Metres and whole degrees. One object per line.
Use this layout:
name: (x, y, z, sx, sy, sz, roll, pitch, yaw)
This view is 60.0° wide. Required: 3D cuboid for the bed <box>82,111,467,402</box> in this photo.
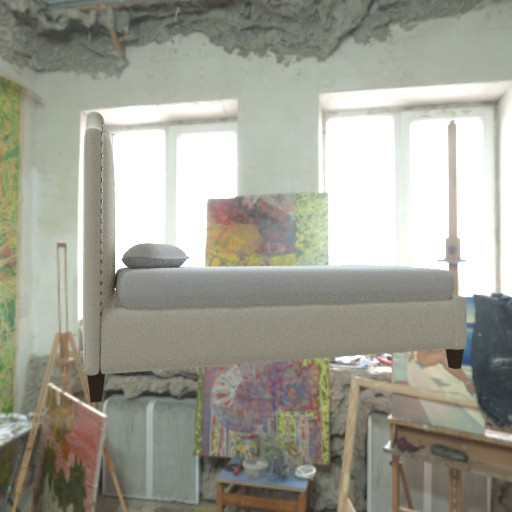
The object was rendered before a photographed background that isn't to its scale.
bed: (0.000, 0.000, 3.338, 2.372, 1.497, 1.712, 0, -1, -18)
